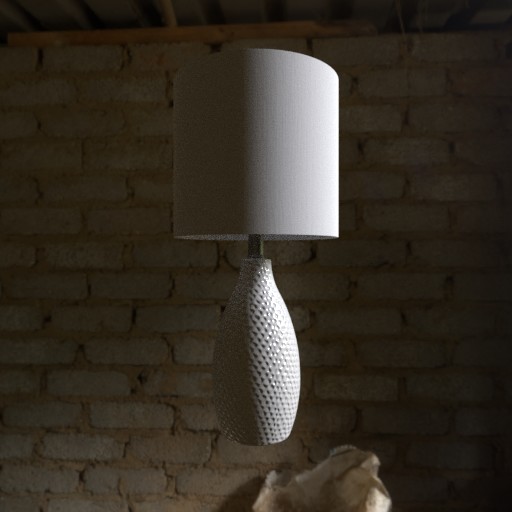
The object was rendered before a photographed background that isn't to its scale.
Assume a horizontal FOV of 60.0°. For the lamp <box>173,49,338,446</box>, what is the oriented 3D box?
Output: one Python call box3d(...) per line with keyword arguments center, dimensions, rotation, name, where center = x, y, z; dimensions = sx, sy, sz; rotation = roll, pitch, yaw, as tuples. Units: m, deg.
box3d(center=(0.000, 0.000, 0.587), dimensions=(0.214, 0.466, 0.214), rotation=(0, 0, -35), name="lamp")
